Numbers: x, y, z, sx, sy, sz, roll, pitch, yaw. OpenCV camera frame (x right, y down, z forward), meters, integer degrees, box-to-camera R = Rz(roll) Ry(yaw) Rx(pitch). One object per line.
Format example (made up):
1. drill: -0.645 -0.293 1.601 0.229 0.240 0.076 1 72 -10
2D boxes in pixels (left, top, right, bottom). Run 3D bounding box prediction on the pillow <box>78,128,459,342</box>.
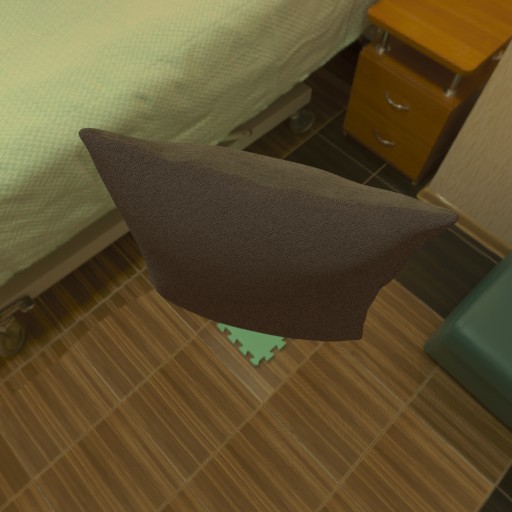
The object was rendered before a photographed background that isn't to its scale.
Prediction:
1. pillow: 0.000 0.000 0.693 0.452 0.439 0.204 15 63 8
